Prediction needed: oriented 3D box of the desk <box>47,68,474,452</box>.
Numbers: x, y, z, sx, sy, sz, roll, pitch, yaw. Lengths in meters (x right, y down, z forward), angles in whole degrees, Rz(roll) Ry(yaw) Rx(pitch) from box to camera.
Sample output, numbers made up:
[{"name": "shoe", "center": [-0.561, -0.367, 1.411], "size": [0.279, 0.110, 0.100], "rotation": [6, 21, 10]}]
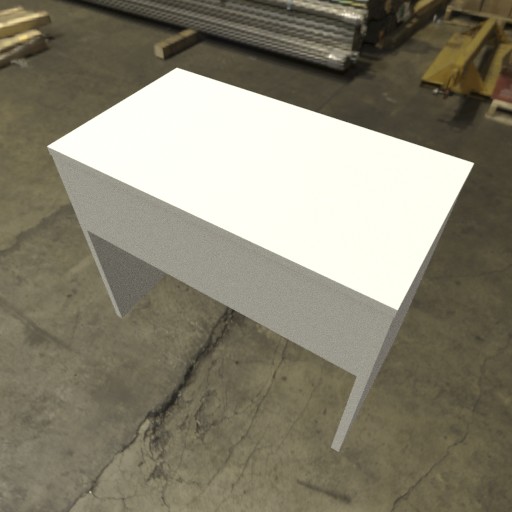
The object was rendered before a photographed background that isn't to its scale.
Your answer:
[{"name": "desk", "center": [0.000, 0.000, 1.336], "size": [0.900, 0.729, 0.498], "rotation": [26, 53, 21]}]
